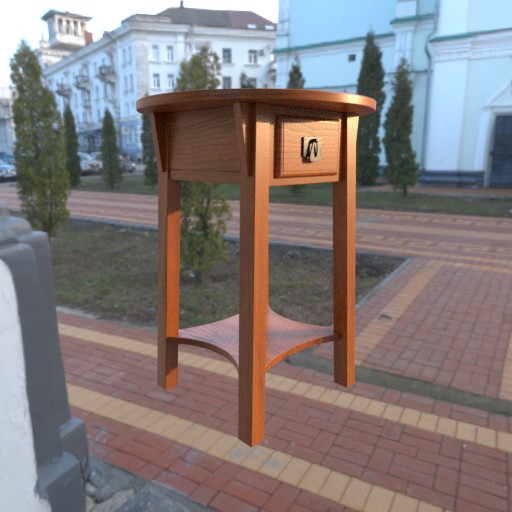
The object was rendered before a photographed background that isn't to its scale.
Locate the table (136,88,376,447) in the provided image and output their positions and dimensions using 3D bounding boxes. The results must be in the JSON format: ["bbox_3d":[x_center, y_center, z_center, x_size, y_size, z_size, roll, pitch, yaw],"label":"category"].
[{"bbox_3d":[0.000,0.000,0.940,0.457,0.610,0.457,0,13,0],"label":"table"}]
